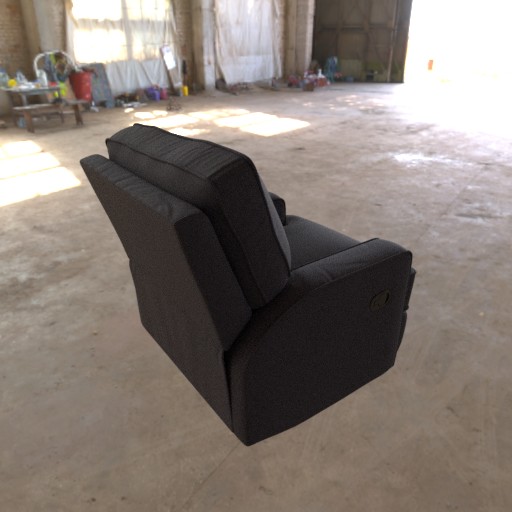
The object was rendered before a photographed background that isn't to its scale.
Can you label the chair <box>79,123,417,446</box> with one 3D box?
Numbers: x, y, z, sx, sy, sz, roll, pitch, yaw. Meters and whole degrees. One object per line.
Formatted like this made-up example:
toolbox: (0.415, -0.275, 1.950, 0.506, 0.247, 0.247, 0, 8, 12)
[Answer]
chair: (0.000, 0.000, 1.650, 0.964, 0.962, 0.861, -17, 31, -32)
